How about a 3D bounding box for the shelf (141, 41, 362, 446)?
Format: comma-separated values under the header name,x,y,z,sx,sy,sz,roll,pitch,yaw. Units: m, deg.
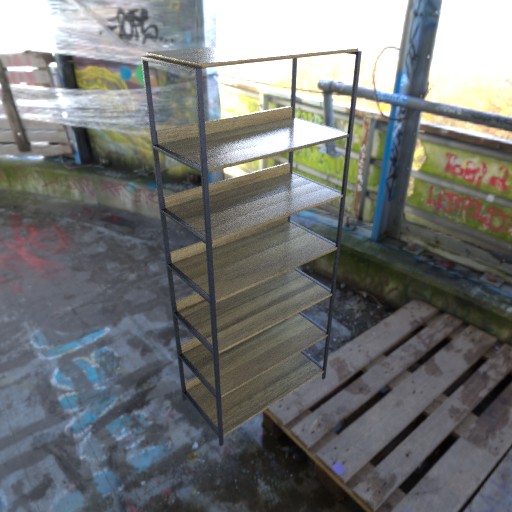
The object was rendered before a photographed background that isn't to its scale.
name,x,y,z,sx,sy,sz,roll,pitch,yaw
shelf,0.000,0.000,2.378,0.847,2.015,0.431,-22,37,-32
